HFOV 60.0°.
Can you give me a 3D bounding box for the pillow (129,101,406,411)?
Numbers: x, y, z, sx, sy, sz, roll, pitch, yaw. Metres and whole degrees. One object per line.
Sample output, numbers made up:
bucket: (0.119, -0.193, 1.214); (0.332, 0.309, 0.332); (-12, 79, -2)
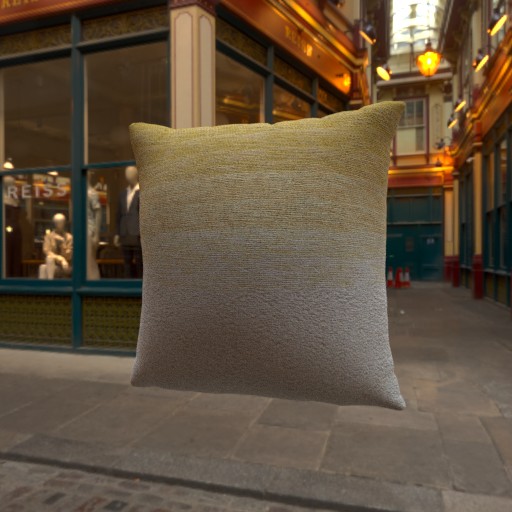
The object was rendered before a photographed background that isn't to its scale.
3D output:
pillow: (0.000, 0.000, 0.700); (0.450, 0.450, 0.211); (0, 1, 16)
